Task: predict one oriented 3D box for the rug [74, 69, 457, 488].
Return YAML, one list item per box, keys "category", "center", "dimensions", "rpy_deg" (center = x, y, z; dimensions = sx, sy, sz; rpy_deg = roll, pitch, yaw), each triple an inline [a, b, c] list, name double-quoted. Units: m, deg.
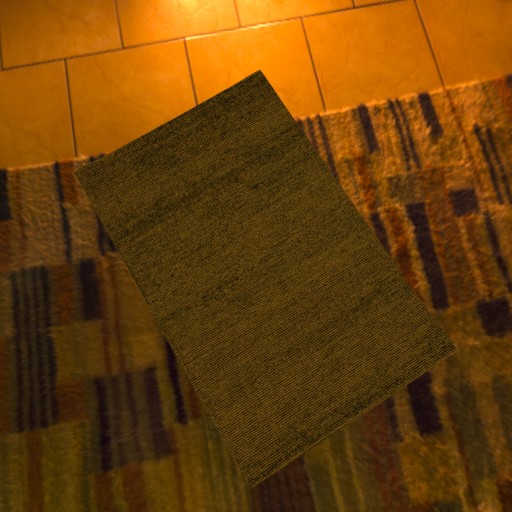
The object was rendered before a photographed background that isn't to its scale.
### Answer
- category: "rug"
  center: [0.000, 0.000, 2.189]
  dimensions: [1.145, 0.021, 1.777]
  rpy_deg: [-31, 79, -7]
